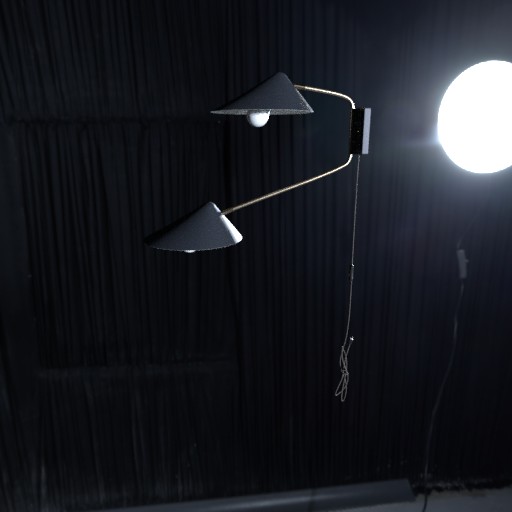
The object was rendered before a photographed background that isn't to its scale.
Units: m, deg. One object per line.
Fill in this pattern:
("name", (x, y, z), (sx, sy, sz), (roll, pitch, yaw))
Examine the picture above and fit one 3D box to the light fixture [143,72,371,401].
("light fixture", (0.000, 0.000, 0.861), (0.422, 0.665, 0.189), (-2, 15, -8))
